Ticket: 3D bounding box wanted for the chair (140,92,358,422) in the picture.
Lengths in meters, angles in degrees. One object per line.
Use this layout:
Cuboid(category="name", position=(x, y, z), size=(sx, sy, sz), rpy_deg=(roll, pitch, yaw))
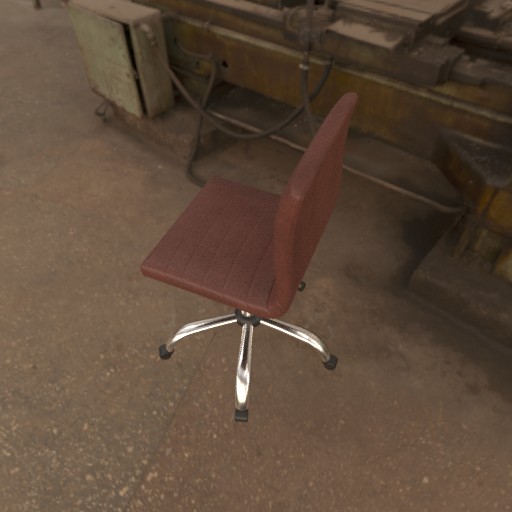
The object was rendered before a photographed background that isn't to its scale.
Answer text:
Cuboid(category="chair", position=(0.000, 0.000, 1.149), size=(0.530, 0.780, 0.556), rpy_deg=(17, 48, 15))
